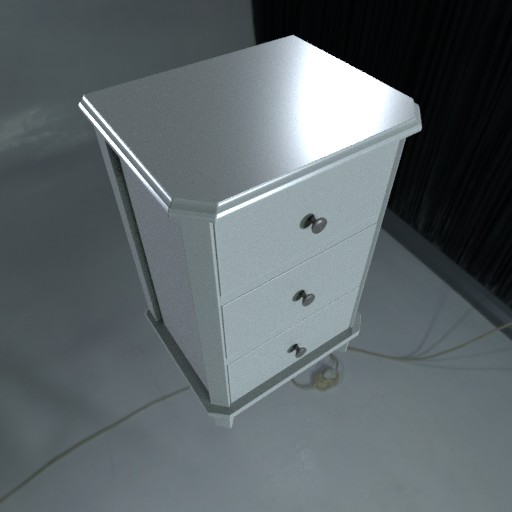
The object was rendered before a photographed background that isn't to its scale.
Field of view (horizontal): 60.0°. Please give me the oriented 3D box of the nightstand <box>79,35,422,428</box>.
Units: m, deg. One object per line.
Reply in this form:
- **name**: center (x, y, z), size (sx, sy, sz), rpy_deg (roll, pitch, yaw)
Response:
- **nightstand**: center (0.000, 0.000, 0.919), size (0.435, 0.680, 0.348), rpy_deg (-27, 53, -23)
